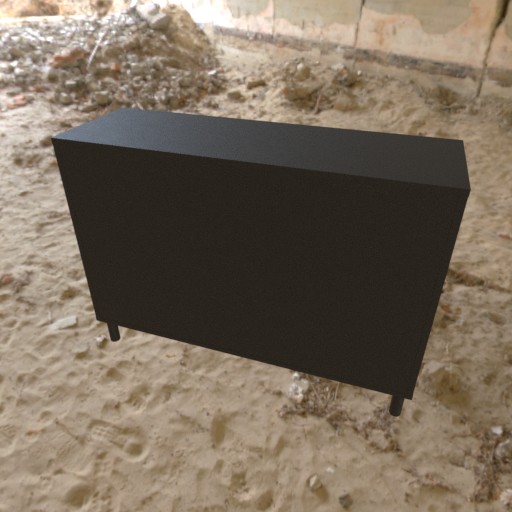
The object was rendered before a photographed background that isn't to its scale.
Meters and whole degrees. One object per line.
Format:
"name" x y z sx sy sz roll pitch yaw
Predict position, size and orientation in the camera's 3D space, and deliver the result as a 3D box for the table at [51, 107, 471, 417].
"table" 0.000 0.000 1.588 1.200 0.855 0.400 10 34 16
